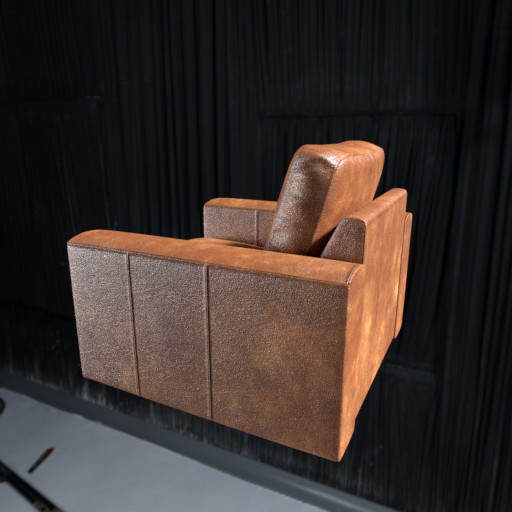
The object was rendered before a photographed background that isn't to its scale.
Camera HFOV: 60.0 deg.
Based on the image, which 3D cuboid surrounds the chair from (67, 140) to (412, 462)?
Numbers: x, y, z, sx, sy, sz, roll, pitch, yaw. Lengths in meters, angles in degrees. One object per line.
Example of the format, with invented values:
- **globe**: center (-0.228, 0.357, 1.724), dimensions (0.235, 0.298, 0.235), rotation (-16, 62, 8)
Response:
- **chair**: center (0.000, 0.000, 1.743), dimensions (1.016, 0.873, 1.005), rotation (8, 18, 26)
